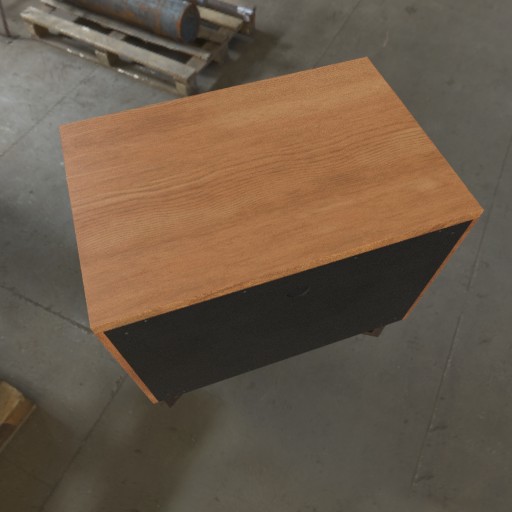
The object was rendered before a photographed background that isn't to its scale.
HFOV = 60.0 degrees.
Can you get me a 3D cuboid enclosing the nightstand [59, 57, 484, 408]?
[{"bbox_3d":[0.000,0.000,1.011,0.613,0.615,0.427,-16,60,-10],"label":"nightstand"}]
